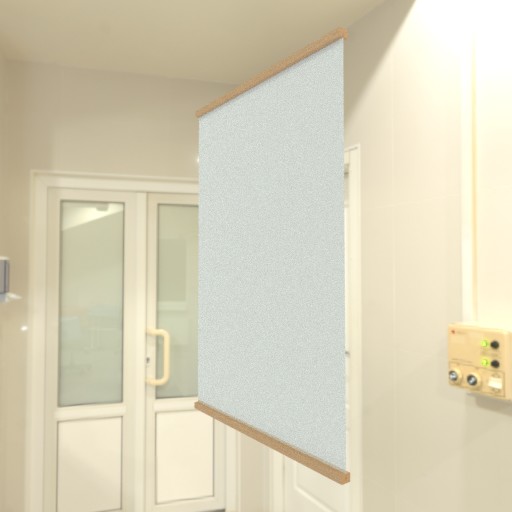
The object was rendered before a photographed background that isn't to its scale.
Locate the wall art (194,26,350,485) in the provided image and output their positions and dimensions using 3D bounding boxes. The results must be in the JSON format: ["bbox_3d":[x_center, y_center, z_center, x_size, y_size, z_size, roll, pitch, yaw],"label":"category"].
[{"bbox_3d":[0.000,0.000,0.632,0.013,0.510,0.335,1,-2,-36],"label":"wall art"}]
